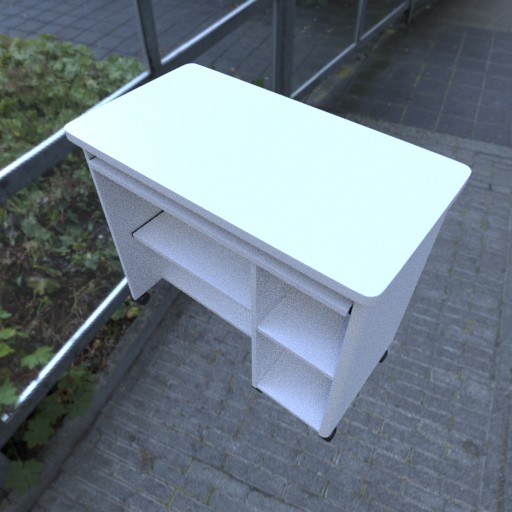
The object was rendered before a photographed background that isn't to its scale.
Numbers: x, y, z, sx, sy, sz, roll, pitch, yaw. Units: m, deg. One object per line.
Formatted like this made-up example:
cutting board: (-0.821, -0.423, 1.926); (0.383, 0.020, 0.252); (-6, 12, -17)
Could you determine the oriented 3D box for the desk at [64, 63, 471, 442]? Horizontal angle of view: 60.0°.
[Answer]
desk: (0.000, 0.000, 1.325); (0.877, 0.763, 0.475); (30, 54, 25)
